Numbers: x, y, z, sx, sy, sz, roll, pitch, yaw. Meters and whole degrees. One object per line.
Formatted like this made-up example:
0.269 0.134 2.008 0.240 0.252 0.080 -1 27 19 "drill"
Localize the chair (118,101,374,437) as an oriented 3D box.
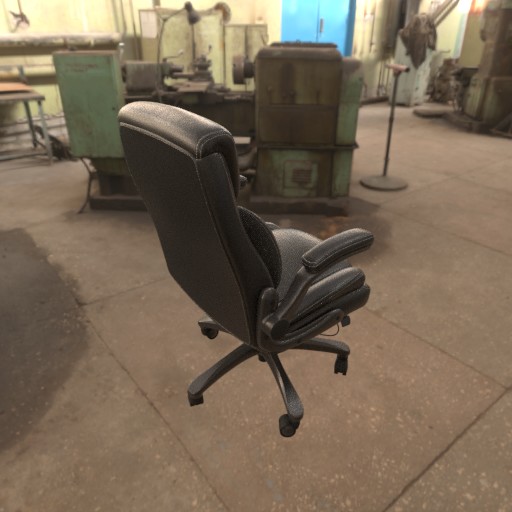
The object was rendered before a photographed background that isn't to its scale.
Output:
0.000 0.000 1.637 0.724 1.110 0.782 -18 33 -31 "chair"
